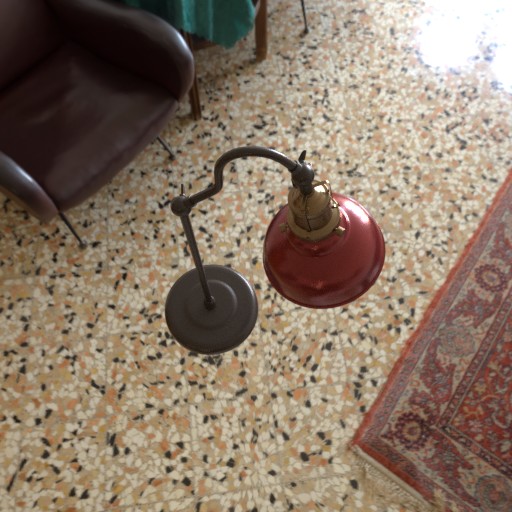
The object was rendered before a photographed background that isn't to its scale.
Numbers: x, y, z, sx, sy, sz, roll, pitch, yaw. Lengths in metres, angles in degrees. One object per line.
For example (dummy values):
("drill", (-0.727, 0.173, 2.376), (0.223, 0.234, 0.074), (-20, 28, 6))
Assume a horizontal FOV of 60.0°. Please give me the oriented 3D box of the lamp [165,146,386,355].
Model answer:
("lamp", (0.000, 0.000, 0.683), (0.374, 0.508, 0.192), (1, 64, 1))
